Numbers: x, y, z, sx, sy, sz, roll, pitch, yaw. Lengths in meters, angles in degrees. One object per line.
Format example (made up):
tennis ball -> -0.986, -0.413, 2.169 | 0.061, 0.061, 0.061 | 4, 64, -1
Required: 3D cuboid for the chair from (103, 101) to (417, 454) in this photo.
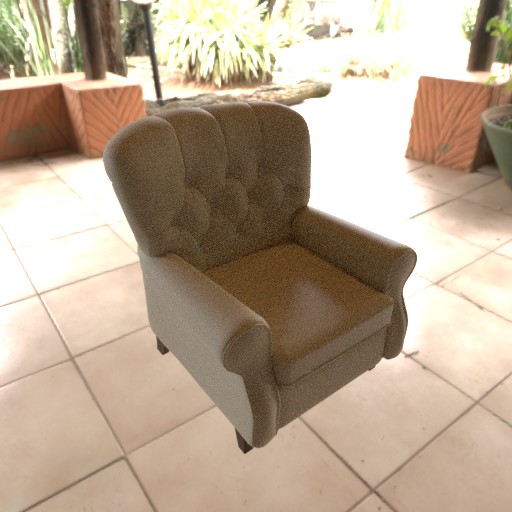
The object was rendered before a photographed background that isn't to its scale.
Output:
chair -> 0.000, 0.000, 2.000 | 1.035, 1.169, 1.132 | -21, 36, -32
